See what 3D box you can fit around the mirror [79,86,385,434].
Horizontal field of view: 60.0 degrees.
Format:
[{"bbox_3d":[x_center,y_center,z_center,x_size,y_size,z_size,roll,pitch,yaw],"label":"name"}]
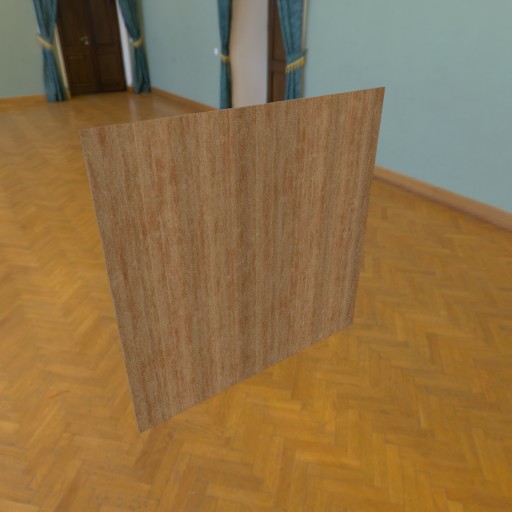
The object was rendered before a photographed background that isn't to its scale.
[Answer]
[{"bbox_3d":[0.000,0.000,0.973,0.651,0.651,0.047,-19,35,-30],"label":"mirror"}]
